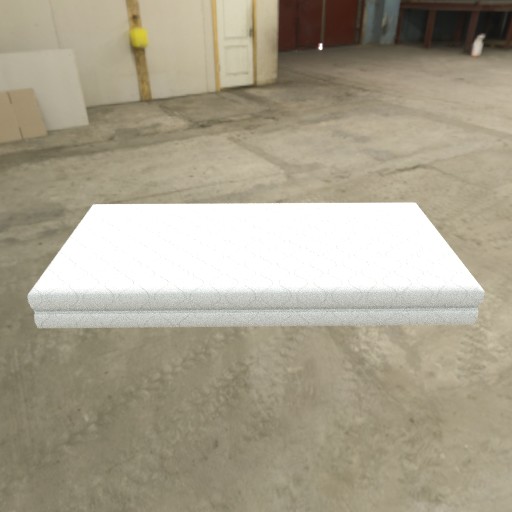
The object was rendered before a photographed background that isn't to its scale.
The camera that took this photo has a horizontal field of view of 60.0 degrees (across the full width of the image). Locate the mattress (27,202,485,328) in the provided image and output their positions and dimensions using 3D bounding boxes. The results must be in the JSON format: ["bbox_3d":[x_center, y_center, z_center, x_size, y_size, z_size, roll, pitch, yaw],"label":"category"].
[{"bbox_3d":[0.000,0.000,2.255,1.900,0.200,0.900,0,31,-1],"label":"mattress"}]
